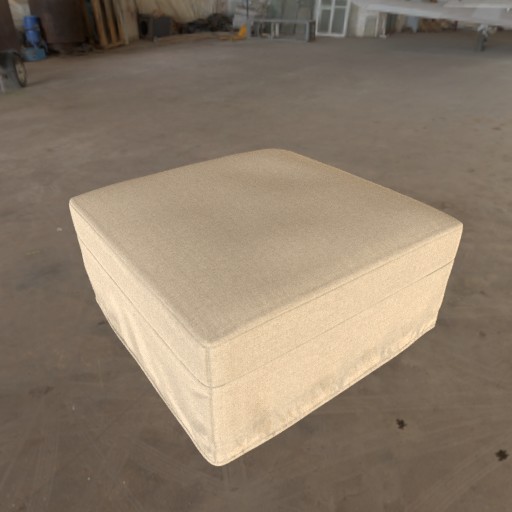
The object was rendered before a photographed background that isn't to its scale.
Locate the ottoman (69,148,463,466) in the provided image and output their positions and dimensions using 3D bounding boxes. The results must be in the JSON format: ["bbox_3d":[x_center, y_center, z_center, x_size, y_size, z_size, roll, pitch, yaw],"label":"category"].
[{"bbox_3d":[0.000,0.000,1.358,0.843,0.436,0.840,-21,37,-31],"label":"ottoman"}]
